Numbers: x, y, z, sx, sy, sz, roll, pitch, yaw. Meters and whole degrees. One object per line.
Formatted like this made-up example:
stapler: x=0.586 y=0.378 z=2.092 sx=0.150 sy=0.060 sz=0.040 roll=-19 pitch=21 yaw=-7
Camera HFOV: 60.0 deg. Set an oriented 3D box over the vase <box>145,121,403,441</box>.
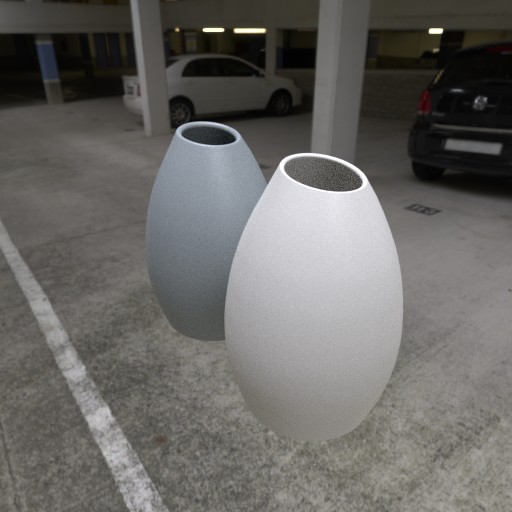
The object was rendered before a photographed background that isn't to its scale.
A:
vase: x=0.000 y=0.000 z=0.256 sx=0.089 sy=0.131 sz=0.187 roll=-18 pitch=32 yaw=-31
